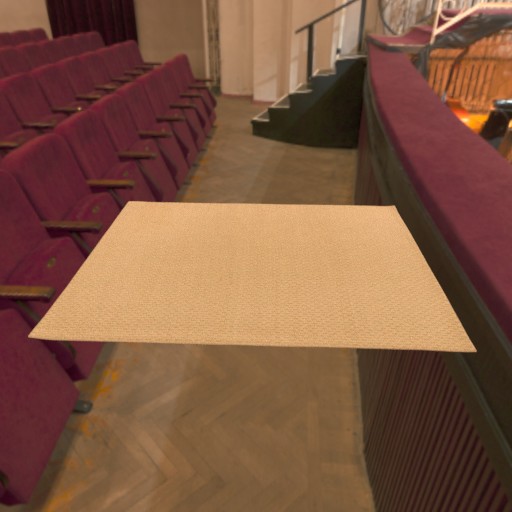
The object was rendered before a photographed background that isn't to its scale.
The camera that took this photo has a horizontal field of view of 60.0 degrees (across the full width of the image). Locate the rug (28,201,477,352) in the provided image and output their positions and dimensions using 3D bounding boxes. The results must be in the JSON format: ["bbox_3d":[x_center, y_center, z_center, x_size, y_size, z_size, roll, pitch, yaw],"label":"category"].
[{"bbox_3d":[0.000,0.000,3.829,2.897,0.035,2.277,1,30,2],"label":"rug"}]
